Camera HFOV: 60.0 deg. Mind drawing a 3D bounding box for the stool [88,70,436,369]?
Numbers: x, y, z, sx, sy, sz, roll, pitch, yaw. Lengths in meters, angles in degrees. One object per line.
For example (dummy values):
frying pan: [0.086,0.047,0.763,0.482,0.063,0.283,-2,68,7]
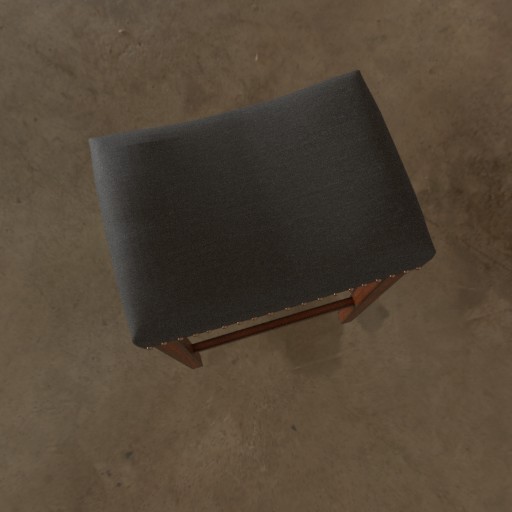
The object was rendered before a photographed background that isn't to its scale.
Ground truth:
stool: [0.000,0.000,1.028,0.502,0.748,0.366,-16,75,-4]
